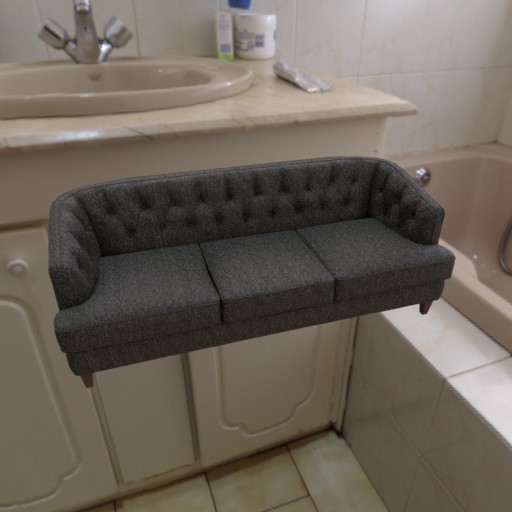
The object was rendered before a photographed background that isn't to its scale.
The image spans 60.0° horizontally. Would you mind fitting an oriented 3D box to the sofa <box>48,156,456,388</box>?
[{"bbox_3d":[0.000,0.000,2.744,2.278,0.855,0.941,-9,32,-15],"label":"sofa"}]
